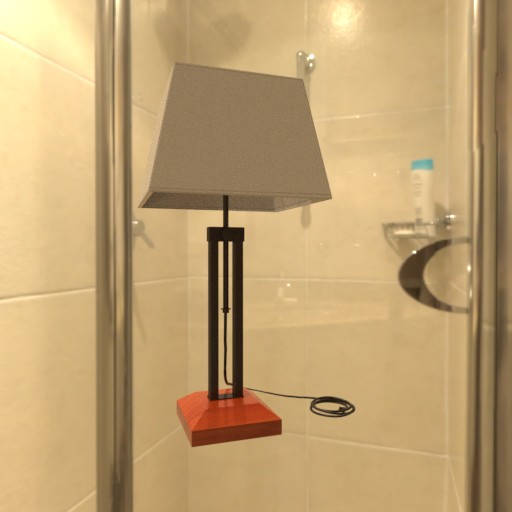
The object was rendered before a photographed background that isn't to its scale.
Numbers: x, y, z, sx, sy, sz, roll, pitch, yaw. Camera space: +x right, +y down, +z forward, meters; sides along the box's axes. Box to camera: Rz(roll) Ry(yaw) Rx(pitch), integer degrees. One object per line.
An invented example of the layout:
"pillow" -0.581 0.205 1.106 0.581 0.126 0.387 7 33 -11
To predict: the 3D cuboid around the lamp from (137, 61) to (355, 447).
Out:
"lamp" 0.000 0.000 0.994 0.498 0.737 0.310 0 0 -18
